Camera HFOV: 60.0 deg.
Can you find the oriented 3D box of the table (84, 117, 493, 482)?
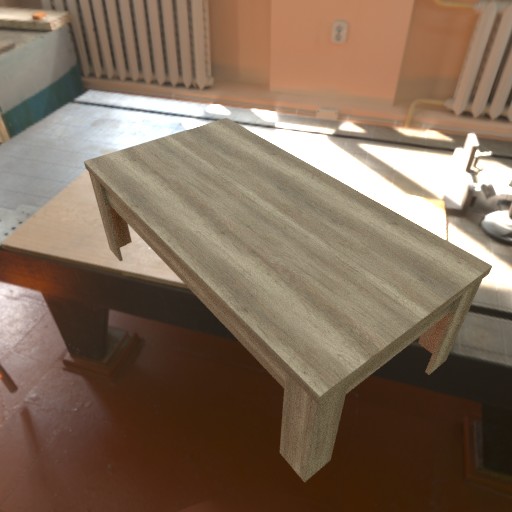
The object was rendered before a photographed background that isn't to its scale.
[{"bbox_3d":[0.000,0.000,1.683,0.700,0.460,1.350,-27,47,-28],"label":"table"}]
